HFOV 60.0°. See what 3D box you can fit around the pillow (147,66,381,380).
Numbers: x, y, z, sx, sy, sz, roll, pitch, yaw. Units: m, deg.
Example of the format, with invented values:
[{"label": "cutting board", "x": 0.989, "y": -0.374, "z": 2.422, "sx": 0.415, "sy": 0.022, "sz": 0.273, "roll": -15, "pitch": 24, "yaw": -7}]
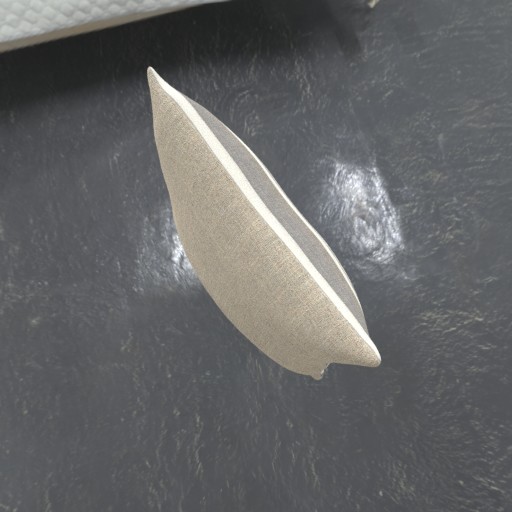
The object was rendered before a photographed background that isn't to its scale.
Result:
[{"label": "pillow", "x": 0.000, "y": 0.000, "z": 0.685, "sx": 0.182, "sy": 0.440, "sz": 0.439, "roll": -35, "pitch": 77, "yaw": -9}]
